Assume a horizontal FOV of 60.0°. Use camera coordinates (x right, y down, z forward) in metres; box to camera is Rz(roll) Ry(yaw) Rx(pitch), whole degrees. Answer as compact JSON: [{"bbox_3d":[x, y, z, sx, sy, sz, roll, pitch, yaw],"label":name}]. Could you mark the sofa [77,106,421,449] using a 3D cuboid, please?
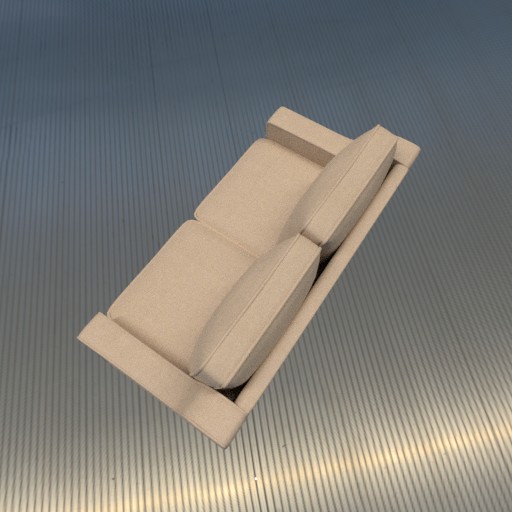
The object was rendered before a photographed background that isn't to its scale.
[{"bbox_3d":[0.000,0.000,3.533,1.351,1.562,2.587,31,67,15],"label":"sofa"}]
